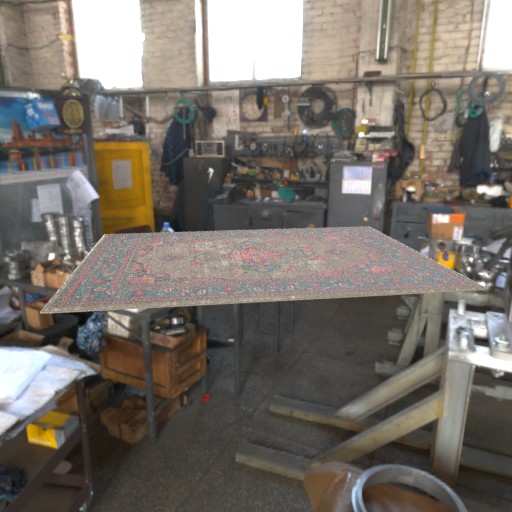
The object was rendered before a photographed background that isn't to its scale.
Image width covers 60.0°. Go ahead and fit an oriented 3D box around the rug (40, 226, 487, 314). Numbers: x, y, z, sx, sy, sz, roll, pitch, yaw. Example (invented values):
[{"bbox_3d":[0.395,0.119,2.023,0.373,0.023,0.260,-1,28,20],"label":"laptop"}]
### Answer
[{"bbox_3d":[0.000,0.000,2.921,2.214,0.013,1.609,-2,16,-8],"label":"rug"}]
